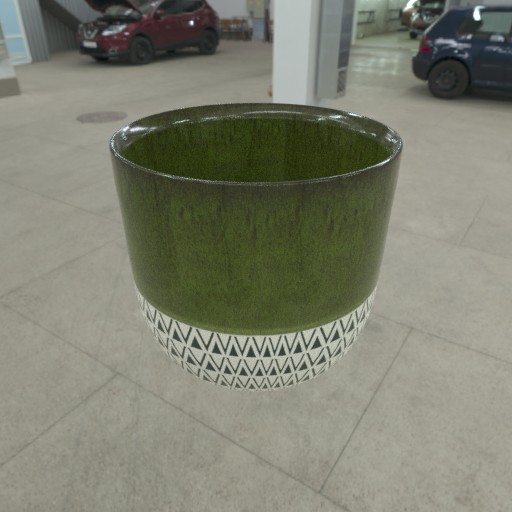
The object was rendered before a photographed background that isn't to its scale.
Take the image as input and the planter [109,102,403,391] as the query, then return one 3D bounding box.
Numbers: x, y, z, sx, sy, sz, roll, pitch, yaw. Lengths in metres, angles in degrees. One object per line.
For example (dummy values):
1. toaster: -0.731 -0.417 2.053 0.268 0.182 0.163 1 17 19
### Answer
1. planter: 0.000 0.000 0.484 0.266 0.270 0.266 0 31 0
